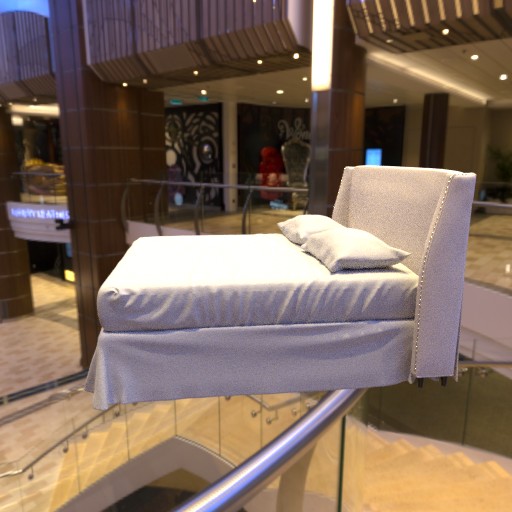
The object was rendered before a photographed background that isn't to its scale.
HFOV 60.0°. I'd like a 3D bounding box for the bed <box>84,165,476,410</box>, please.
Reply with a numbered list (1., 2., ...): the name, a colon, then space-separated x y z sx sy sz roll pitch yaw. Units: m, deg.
1. bed: 0.000 0.000 3.386 2.276 1.332 1.925 -2 13 -7
